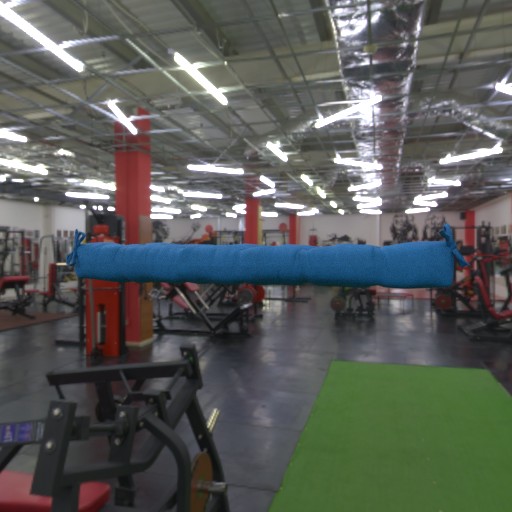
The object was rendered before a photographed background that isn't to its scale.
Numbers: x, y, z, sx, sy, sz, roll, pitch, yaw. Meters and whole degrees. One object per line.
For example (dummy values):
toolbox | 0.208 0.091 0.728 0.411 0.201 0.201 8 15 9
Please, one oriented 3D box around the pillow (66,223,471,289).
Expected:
pillow | 0.000 0.000 1.417 1.194 0.174 0.511 0 1 18
